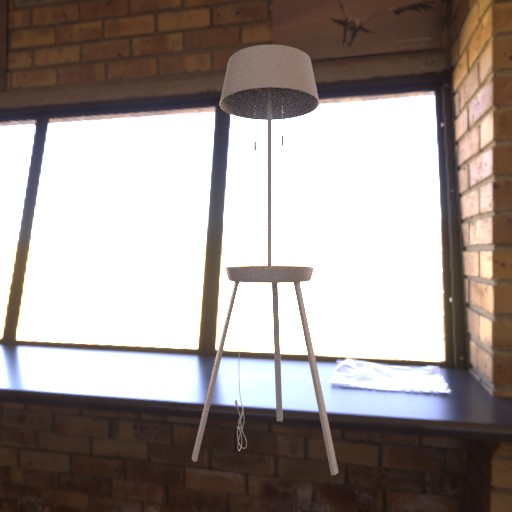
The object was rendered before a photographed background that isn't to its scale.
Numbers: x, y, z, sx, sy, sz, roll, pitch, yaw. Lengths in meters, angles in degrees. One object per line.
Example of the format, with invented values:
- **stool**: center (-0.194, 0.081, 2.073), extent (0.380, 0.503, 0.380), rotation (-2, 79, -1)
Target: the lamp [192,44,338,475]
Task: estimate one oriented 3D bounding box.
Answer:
- **lamp**: center (0.000, 0.000, 1.614), extent (0.468, 1.429, 0.508), rotation (0, 1, -19)
